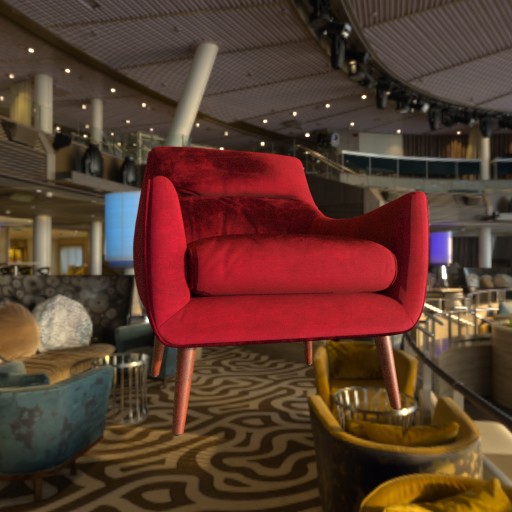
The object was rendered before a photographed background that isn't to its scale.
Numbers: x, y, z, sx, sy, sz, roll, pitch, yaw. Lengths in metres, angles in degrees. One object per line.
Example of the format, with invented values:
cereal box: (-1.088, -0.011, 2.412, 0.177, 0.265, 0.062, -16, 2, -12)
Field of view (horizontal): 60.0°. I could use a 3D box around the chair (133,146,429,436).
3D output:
chair: (0.000, 0.000, 1.430, 0.762, 0.838, 0.787, 0, -1, -18)
